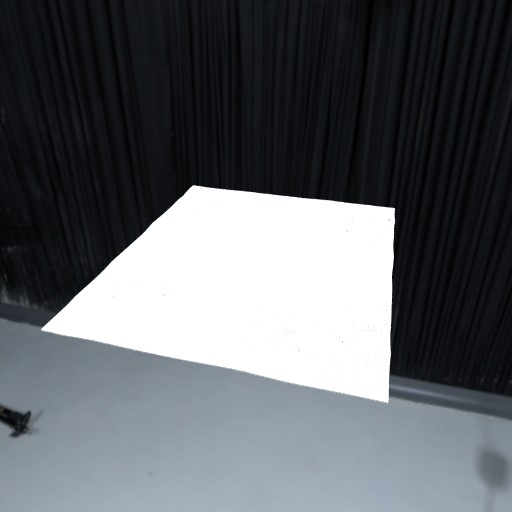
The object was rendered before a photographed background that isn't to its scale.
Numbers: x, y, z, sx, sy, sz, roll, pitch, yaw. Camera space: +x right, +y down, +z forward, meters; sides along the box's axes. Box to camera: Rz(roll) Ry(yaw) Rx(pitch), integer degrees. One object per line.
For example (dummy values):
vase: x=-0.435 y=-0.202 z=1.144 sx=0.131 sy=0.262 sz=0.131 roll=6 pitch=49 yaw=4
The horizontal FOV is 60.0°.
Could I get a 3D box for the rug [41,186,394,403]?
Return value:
rug: x=0.000 y=0.000 z=0.919 sx=0.548 sy=0.006 sz=0.639 roll=8 pitch=32 yaw=13
